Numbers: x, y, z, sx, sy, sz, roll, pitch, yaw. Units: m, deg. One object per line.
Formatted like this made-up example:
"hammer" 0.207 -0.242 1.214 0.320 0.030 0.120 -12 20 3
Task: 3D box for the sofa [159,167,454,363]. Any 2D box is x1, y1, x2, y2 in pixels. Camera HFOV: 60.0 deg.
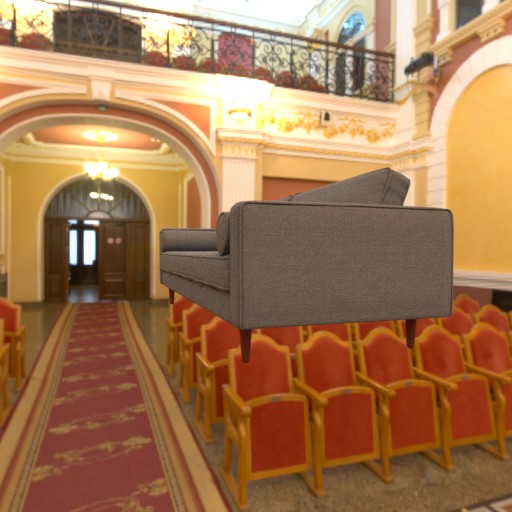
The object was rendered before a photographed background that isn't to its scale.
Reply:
"sofa" 0.000 0.000 2.634 0.914 0.762 2.198 0 1 -19
